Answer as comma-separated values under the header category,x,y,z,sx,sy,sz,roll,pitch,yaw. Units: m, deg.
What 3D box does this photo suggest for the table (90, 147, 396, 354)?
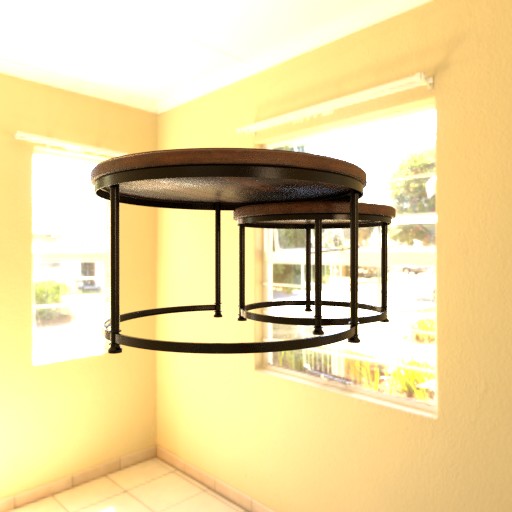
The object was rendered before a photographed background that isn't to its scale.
category,x,y,z,sx,sy,sz,roll,pitch,yaw
table,0.000,0.000,1.580,0.870,0.516,1.152,0,1,36
